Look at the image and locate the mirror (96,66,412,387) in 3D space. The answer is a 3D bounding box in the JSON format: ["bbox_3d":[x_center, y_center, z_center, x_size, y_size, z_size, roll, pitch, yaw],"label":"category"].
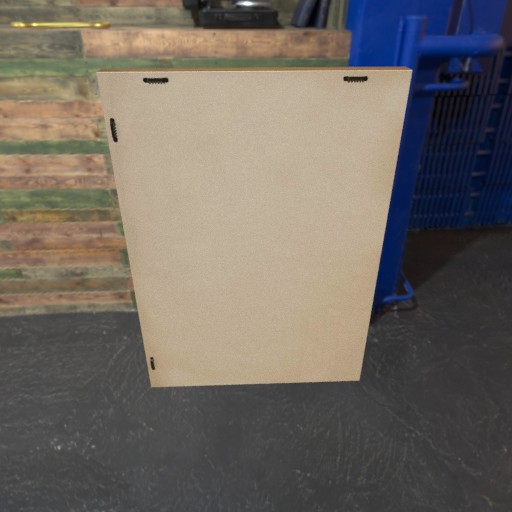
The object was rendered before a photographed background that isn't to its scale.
[{"bbox_3d":[0.000,0.000,0.906,0.508,0.711,0.039,-1,31,-2],"label":"mirror"}]
